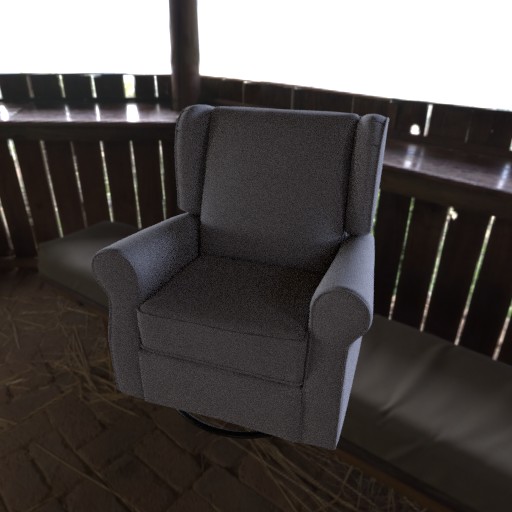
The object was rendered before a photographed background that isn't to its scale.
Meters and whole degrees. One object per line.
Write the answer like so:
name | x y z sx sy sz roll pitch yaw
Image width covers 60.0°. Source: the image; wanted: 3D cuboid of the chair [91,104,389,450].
chair | 0.000 0.000 1.651 0.906 0.966 0.854 9 28 17
